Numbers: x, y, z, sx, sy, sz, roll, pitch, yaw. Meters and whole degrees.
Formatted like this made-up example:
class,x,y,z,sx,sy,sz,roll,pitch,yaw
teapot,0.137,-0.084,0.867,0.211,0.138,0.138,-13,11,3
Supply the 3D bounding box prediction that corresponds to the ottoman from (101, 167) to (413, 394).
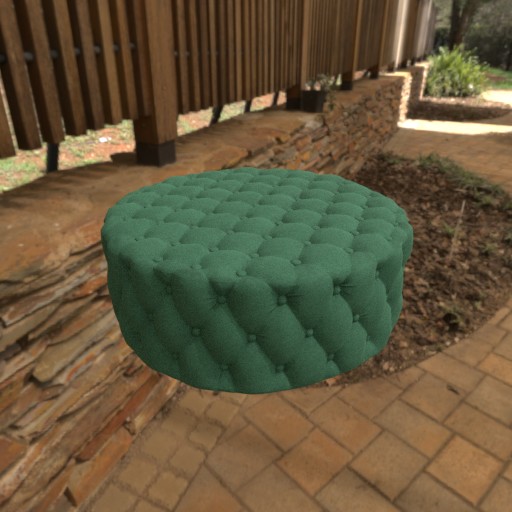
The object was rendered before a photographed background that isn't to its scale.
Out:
class,x,y,z,sx,sy,sz,roll,pitch,yaw
ottoman,0.000,0.000,1.532,0.998,0.399,0.998,0,26,0
